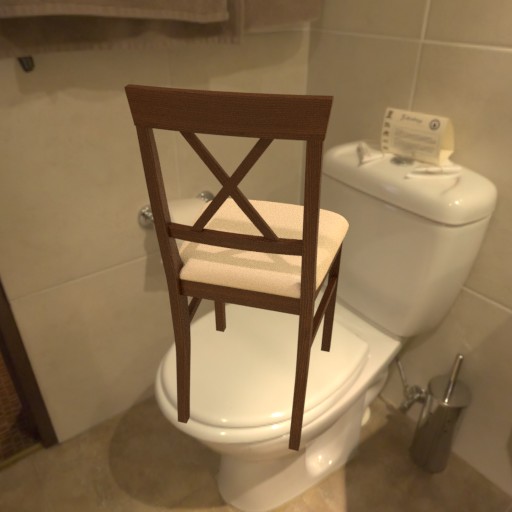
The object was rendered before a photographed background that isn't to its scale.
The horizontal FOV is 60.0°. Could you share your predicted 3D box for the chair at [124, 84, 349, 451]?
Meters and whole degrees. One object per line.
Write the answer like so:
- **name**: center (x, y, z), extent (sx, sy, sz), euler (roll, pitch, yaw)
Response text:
- **chair**: center (0.000, 0.000, 1.168), extent (0.440, 0.913, 0.480), euler (8, 32, 13)
